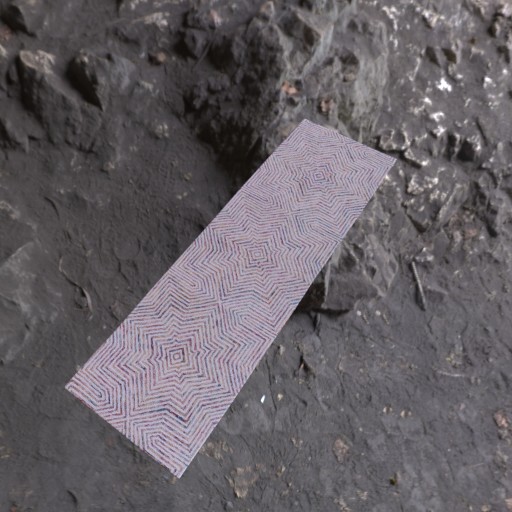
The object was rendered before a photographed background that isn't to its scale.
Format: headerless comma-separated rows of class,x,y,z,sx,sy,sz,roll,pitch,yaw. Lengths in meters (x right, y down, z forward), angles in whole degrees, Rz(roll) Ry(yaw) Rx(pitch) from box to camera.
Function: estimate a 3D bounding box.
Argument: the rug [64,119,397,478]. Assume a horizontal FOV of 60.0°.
rug,0.000,0.000,2.716,0.771,0.009,2.443,30,63,17
